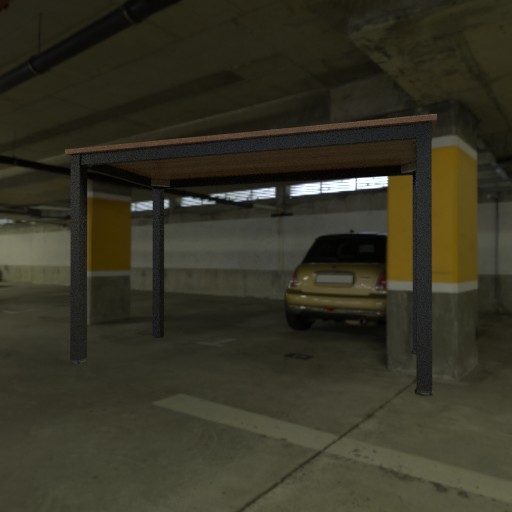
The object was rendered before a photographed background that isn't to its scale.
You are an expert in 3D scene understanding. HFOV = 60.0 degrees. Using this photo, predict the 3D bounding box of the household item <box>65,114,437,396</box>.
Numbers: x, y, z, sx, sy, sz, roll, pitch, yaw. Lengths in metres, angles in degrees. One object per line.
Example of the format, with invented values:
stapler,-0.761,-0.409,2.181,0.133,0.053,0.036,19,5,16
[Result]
household item,0.000,0.000,1.634,1.200,0.750,0.600,0,0,18
